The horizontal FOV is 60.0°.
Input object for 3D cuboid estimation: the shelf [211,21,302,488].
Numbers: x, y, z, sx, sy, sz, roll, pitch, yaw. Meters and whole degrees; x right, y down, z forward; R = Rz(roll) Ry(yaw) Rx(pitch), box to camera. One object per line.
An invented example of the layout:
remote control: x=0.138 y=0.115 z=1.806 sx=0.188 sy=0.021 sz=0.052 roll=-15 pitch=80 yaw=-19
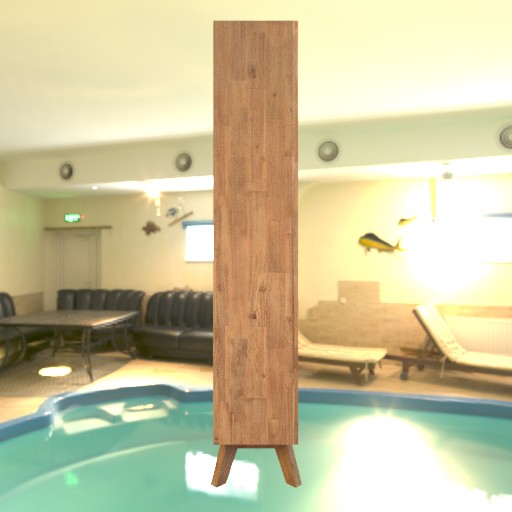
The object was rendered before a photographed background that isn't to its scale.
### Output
shelf: x=0.000 y=0.000 z=1.507 sx=0.267 sy=1.342 sz=0.491 roll=0 pitch=0 yaw=0
